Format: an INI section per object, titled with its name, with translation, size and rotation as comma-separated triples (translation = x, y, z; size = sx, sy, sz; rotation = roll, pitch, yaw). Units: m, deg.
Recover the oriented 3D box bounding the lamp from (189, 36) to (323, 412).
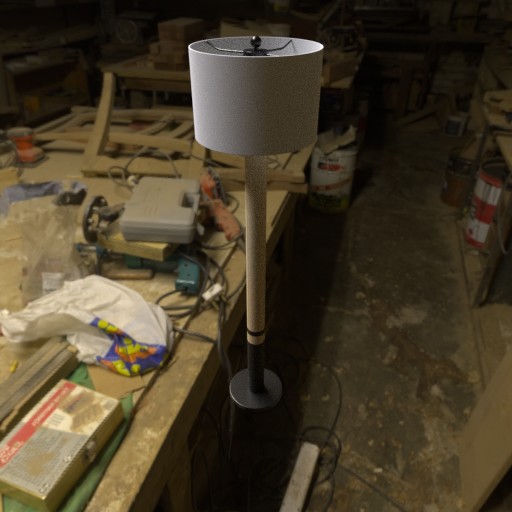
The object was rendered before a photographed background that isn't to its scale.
[lamp]
translation = 0.000, 0.000, 1.650
size = 0.381, 1.478, 0.381
rotation = 9, 34, 14
